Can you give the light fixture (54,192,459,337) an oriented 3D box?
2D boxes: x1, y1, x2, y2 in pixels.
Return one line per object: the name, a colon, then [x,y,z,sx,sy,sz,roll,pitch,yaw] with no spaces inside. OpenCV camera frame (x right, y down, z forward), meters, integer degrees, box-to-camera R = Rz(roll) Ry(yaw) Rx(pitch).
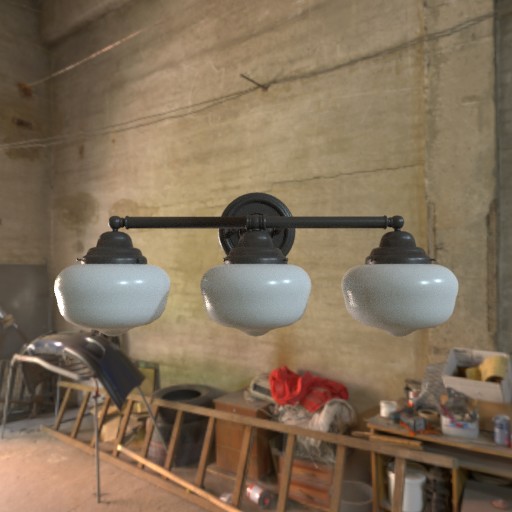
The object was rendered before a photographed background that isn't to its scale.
light fixture: [0.000,0.000,0.699,0.587,0.242,0.239,0,-1,1]
